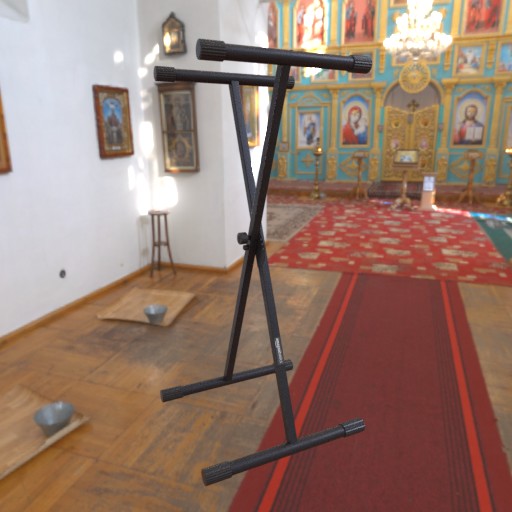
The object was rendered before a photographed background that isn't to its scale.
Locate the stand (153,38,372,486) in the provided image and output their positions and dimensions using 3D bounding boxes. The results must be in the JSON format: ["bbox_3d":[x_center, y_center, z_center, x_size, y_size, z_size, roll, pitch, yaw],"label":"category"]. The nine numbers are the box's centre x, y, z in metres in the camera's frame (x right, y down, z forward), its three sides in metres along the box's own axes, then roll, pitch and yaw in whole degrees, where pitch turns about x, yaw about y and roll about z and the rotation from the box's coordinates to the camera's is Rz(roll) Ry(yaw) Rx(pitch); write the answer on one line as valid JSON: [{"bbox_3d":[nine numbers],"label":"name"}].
[{"bbox_3d":[0.000,0.000,1.152,0.449,0.940,0.409,-7,16,-25],"label":"stand"}]
